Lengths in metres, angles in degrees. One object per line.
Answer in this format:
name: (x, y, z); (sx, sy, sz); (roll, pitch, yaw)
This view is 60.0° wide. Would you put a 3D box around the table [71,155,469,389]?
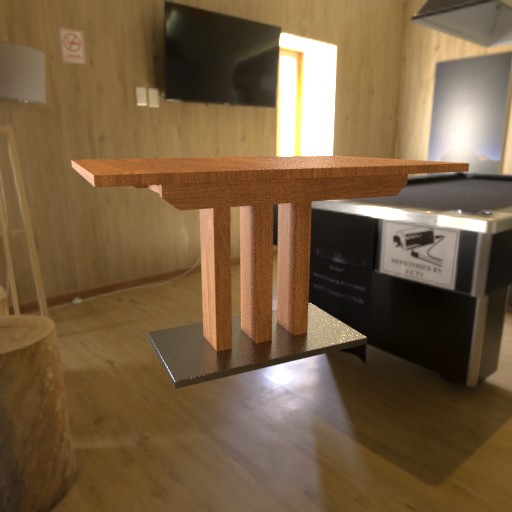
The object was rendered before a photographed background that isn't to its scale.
table: (0.000, 0.000, 1.842); (1.300, 0.770, 0.900); (-7, 16, -24)
